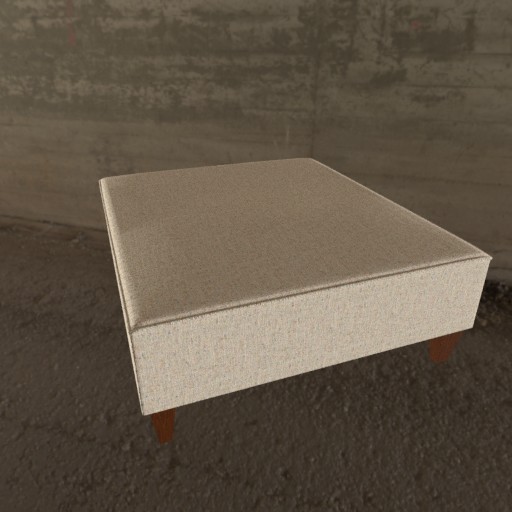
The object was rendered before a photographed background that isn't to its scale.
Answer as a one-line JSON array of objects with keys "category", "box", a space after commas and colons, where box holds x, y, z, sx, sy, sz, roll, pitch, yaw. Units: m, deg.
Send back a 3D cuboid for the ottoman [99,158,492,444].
[{"category": "ottoman", "box": [0.000, 0.000, 1.207, 0.736, 0.303, 0.835, -10, 29, -18]}]
